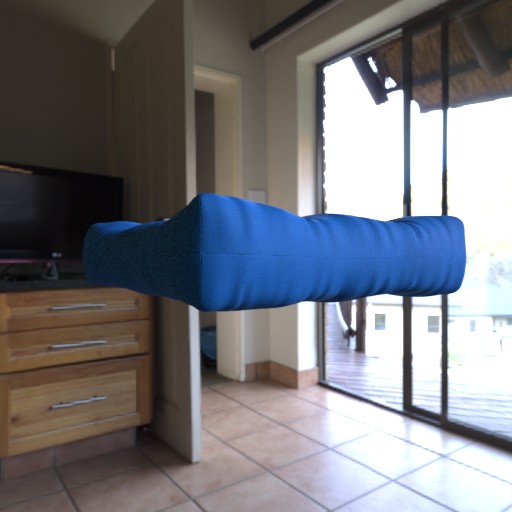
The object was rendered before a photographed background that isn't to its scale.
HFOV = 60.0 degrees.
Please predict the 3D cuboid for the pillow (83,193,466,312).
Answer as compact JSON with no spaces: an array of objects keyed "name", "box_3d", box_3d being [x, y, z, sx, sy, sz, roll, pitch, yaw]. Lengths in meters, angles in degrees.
[{"name":"pillow","box_3d":[0.000,0.000,0.739,0.468,0.128,0.490,0,0,-34]}]
